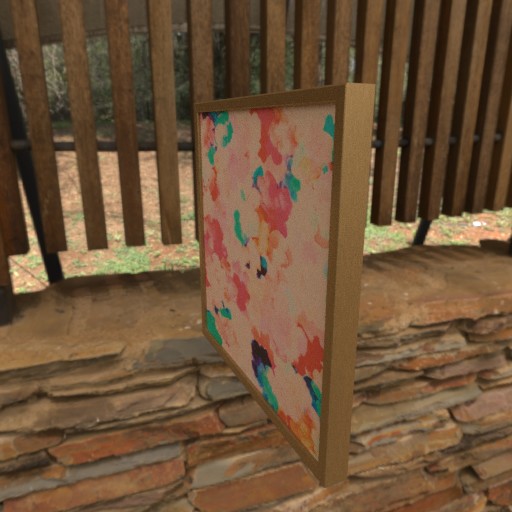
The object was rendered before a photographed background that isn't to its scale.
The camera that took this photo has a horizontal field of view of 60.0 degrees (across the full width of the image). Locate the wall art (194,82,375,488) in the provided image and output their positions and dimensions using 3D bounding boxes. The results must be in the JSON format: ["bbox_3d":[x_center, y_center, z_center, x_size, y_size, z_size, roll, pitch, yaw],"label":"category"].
[{"bbox_3d":[0.000,0.000,0.751,0.037,0.509,0.510,-8,18,-24],"label":"wall art"}]
